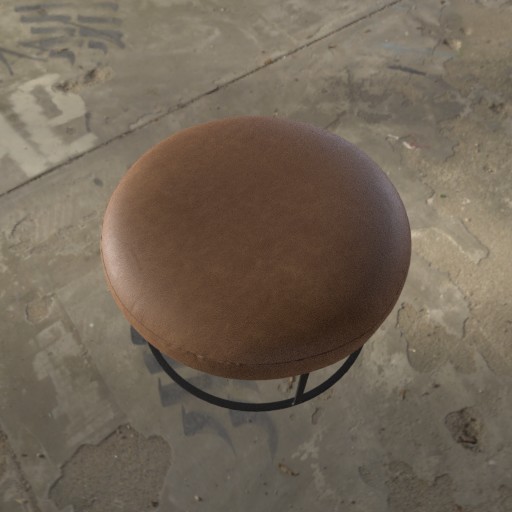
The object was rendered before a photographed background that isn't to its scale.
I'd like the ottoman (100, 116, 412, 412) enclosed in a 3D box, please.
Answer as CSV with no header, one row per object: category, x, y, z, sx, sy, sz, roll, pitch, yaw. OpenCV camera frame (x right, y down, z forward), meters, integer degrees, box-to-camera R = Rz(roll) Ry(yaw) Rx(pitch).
ottoman,0.000,0.000,1.242,0.771,0.460,0.771,0,57,0
